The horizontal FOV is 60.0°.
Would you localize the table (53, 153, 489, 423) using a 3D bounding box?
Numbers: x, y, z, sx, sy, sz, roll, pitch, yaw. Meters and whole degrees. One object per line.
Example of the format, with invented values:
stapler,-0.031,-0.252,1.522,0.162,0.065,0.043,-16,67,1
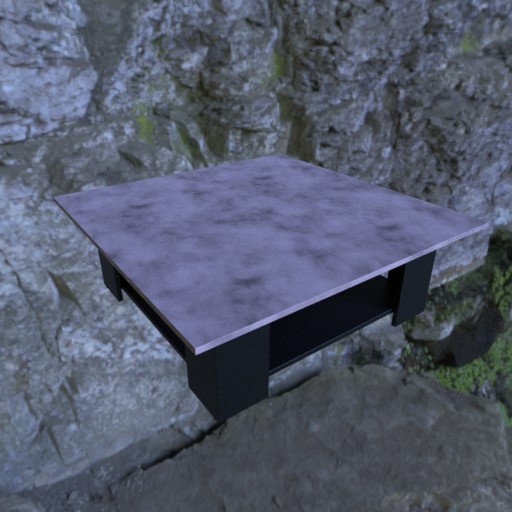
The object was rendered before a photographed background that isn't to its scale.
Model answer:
table,0.000,0.000,1.338,0.890,0.305,0.890,-18,33,-31
